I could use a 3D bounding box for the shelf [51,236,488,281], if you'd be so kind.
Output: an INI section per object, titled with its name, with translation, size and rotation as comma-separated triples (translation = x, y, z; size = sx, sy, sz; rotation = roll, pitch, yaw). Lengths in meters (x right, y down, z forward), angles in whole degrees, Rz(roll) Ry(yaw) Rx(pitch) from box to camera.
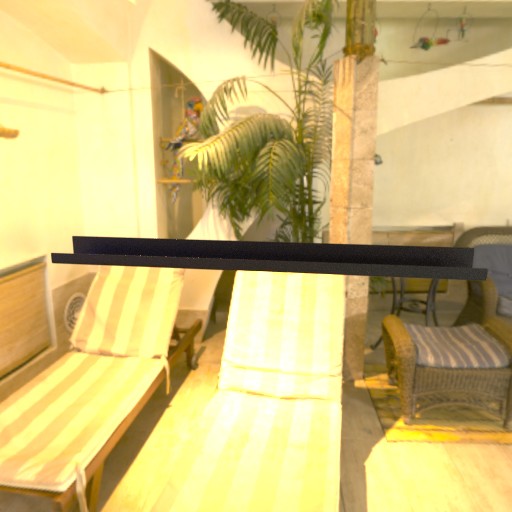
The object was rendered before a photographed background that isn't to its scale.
[shelf]
translation = 0.000, 0.000, 0.973
size = 0.924, 0.049, 0.092
rotation = 2, 13, 9
